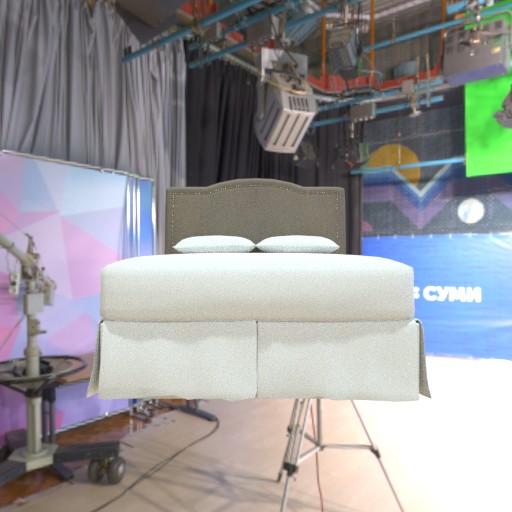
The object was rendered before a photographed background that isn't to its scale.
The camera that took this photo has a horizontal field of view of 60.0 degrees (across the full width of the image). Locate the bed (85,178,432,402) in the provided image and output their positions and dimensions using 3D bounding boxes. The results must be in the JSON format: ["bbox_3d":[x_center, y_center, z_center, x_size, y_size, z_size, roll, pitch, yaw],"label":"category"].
[{"bbox_3d":[0.000,0.000,3.197,1.744,1.441,2.128,0,1,0],"label":"bed"}]
